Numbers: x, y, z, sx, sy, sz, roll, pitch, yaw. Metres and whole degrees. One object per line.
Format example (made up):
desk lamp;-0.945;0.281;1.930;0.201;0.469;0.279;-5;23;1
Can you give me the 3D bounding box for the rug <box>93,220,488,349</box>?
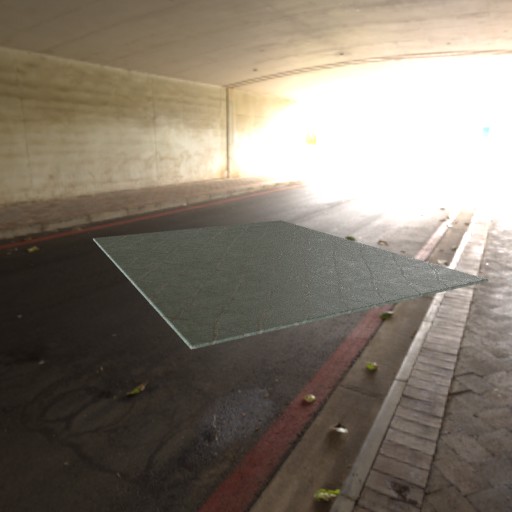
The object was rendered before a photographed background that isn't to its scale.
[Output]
rug;0.000;0.000;4.138;2.420;0.019;3.039;-8;16;-28
